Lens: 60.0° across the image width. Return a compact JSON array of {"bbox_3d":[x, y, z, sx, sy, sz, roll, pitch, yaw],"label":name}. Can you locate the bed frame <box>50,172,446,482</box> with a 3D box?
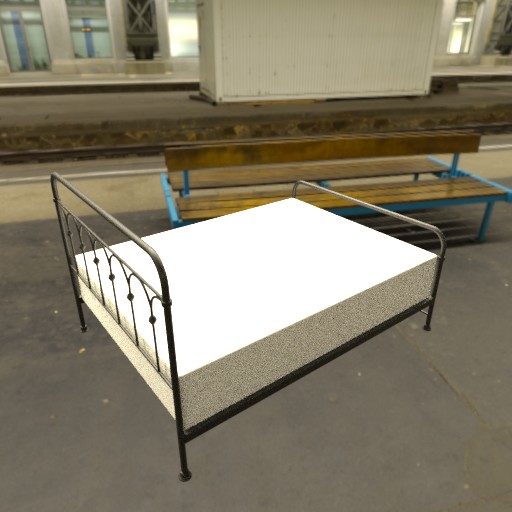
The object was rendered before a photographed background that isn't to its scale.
[{"bbox_3d":[0.000,0.000,3.163,2.203,1.276,1.664,-19,32,-33],"label":"bed frame"}]
